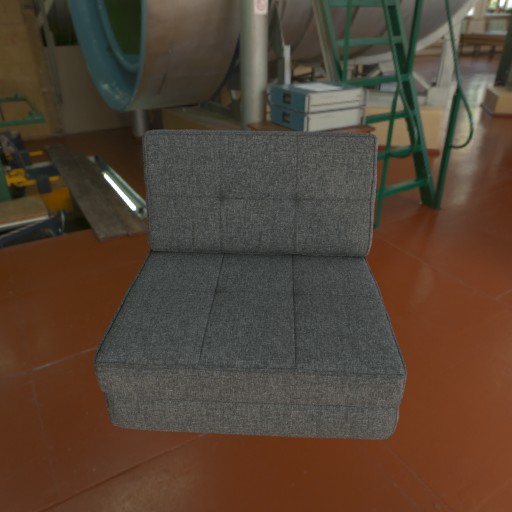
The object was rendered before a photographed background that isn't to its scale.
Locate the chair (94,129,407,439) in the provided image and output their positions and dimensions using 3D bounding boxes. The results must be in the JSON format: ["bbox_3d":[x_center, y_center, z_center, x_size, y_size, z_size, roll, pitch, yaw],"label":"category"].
[{"bbox_3d":[0.000,0.000,1.301,0.740,0.615,0.800,2,30,3],"label":"chair"}]
